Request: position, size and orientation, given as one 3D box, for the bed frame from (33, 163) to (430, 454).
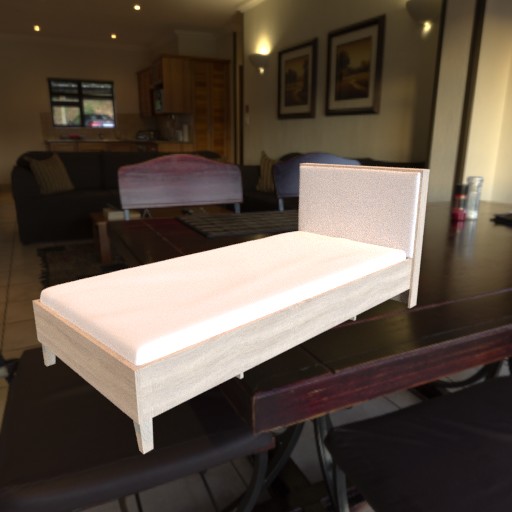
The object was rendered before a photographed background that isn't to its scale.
[{"bbox_3d":[0.000,0.000,2.544,0.990,0.920,2.140,14,21,43],"label":"bed frame"}]
